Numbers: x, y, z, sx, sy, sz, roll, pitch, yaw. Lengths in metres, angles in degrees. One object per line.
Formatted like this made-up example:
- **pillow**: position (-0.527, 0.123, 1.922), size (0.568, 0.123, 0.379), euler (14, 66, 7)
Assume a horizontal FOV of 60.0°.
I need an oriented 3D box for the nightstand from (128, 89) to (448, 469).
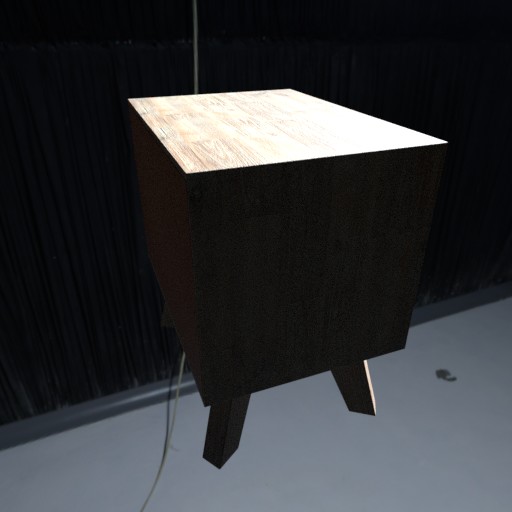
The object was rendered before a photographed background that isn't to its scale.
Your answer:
- **nightstand**: position (0.000, 0.000, 0.961), size (0.396, 0.589, 0.552), euler (-11, 31, -19)
